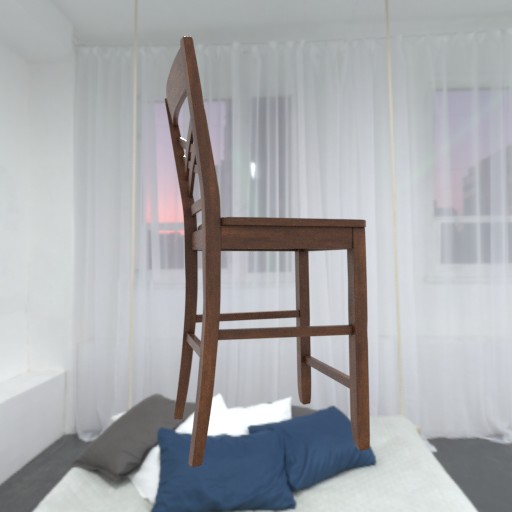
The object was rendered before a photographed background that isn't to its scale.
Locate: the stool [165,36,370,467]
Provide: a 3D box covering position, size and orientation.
[{"bbox_3d":[0.000,0.000,1.374,0.539,1.079,0.462,0,-1,-17],"label":"stool"}]
